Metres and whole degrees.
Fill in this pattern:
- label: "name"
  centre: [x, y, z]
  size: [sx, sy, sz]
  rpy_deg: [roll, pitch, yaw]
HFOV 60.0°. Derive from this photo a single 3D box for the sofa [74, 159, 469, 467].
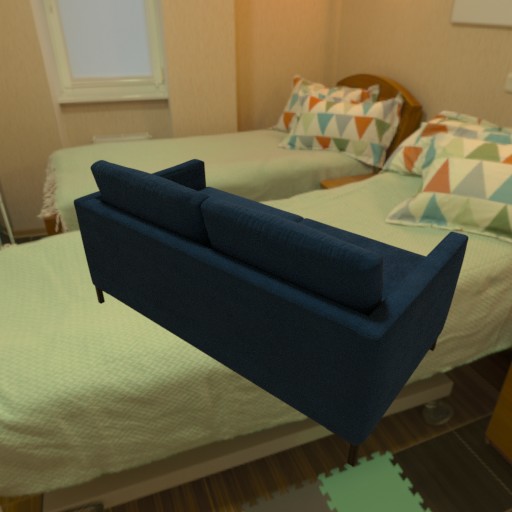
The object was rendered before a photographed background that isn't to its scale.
- label: "sofa"
  centre: [0.000, 0.000, 2.138]
  size: [1.676, 0.817, 0.875]
  rpy_deg: [22, 37, 33]
